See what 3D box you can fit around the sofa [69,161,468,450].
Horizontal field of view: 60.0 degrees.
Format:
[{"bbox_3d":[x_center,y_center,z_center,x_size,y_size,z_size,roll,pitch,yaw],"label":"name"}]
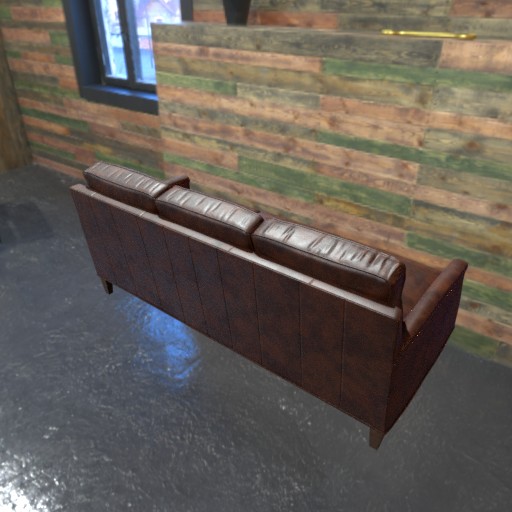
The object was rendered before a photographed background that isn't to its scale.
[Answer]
[{"bbox_3d":[0.000,0.000,2.737,2.240,1.003,1.084,21,37,32],"label":"sofa"}]
